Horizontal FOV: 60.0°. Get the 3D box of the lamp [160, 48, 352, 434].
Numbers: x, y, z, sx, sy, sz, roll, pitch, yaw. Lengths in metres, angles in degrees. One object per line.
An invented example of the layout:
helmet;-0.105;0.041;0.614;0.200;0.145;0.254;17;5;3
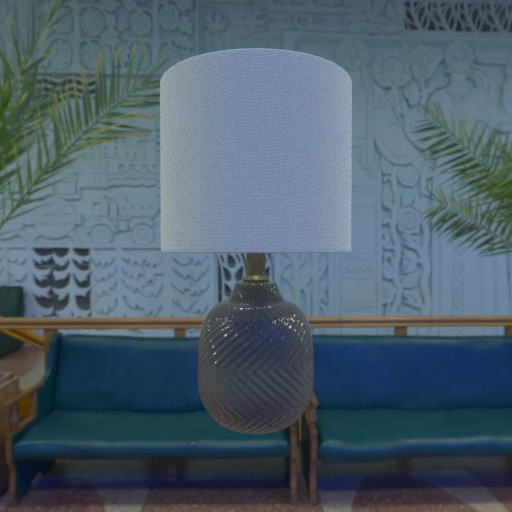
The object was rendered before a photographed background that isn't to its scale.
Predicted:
lamp;0.000;0.000;0.492;0.207;0.366;0.207;0;1;0
